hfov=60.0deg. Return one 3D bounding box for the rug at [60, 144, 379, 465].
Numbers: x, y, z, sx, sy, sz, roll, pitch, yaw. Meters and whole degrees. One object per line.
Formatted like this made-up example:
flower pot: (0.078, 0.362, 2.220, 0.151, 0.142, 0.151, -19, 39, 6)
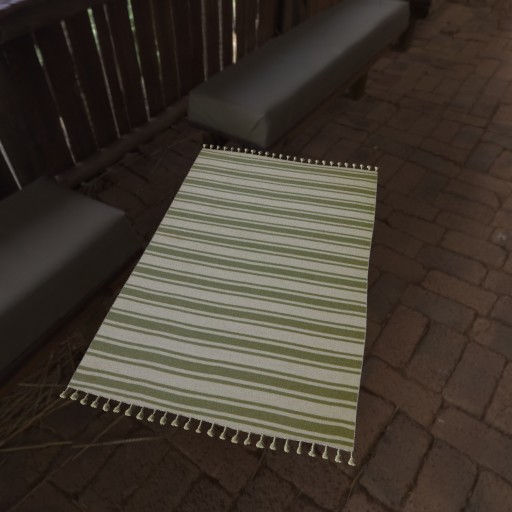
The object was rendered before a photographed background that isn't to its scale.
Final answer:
rug: (0.000, 0.000, 2.281, 1.162, 0.013, 1.875, 10, 47, 9)
